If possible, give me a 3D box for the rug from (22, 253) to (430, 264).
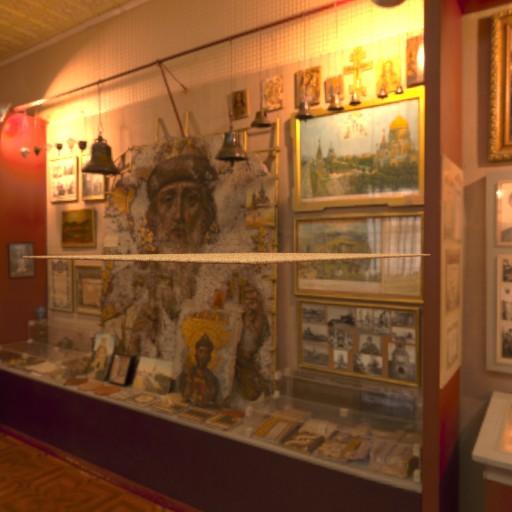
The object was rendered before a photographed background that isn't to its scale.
[{"bbox_3d":[0.000,0.000,2.765,1.566,0.013,2.141,1,1,36],"label":"rug"}]
